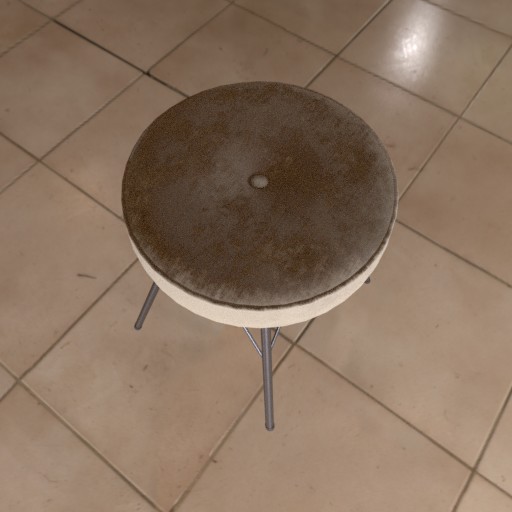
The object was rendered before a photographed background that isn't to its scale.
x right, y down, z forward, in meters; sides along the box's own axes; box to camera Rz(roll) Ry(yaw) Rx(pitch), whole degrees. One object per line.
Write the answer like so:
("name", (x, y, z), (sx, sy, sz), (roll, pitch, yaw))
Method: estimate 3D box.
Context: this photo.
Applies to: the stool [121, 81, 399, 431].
("stool", (0.000, 0.000, 0.880), (0.423, 0.538, 0.457), (33, 68, 15))
